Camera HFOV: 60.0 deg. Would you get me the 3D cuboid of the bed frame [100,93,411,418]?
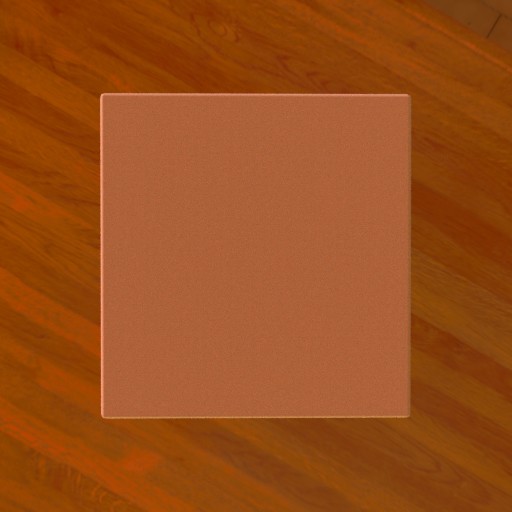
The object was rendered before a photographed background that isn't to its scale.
[{"bbox_3d":[0.000,0.000,3.880,2.526,0.680,2.635,0,90,-1],"label":"bed frame"}]
